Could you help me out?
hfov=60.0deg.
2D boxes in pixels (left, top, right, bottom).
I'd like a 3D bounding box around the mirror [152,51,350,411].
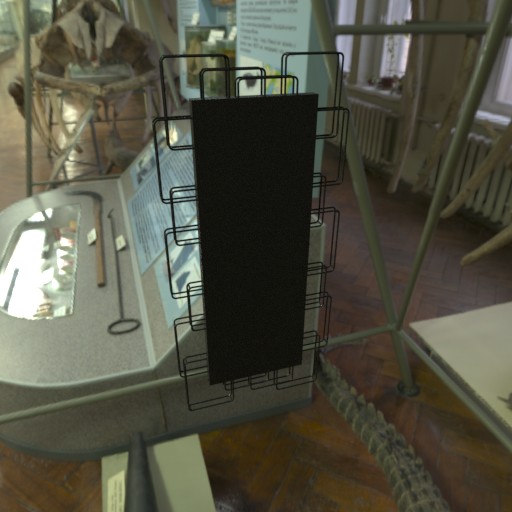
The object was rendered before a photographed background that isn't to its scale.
[{"bbox_3d":[0.000,0.000,1.431,0.565,1.192,0.037,-9,29,-16],"label":"mirror"}]
